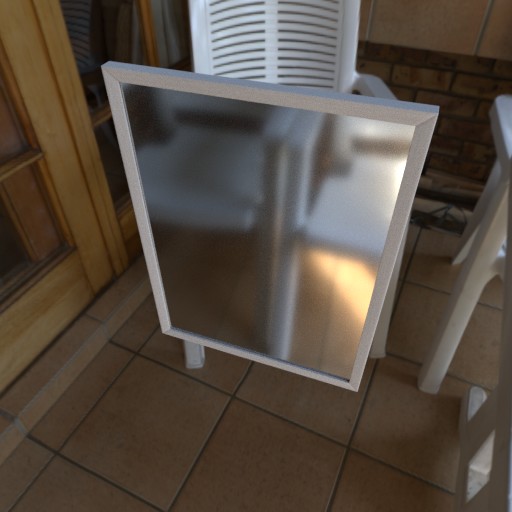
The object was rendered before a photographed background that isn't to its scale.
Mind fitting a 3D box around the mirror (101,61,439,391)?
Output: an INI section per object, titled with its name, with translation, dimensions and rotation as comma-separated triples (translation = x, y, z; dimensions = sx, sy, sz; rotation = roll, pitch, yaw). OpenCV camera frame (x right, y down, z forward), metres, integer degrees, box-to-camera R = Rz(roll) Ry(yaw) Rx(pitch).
[mirror]
translation = 0.000, 0.000, 1.307
dimensions = 0.762, 1.016, 0.040
rotation = 13, 44, 14
